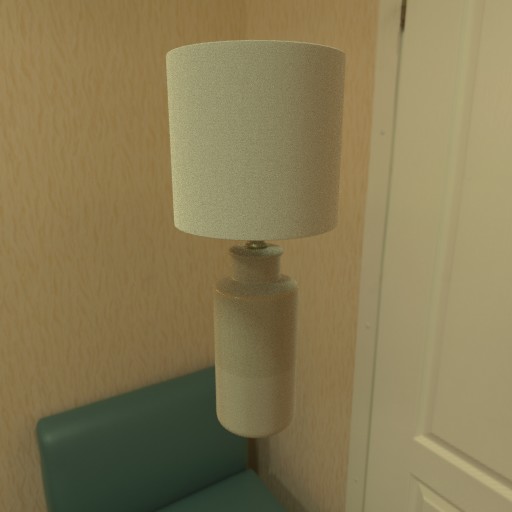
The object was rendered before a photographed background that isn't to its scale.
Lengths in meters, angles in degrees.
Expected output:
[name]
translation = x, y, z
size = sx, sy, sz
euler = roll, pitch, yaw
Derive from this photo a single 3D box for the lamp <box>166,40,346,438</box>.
[lamp]
translation = 0.000, 0.000, 0.597
size = 0.212, 0.493, 0.212
euler = 7, 17, 25
